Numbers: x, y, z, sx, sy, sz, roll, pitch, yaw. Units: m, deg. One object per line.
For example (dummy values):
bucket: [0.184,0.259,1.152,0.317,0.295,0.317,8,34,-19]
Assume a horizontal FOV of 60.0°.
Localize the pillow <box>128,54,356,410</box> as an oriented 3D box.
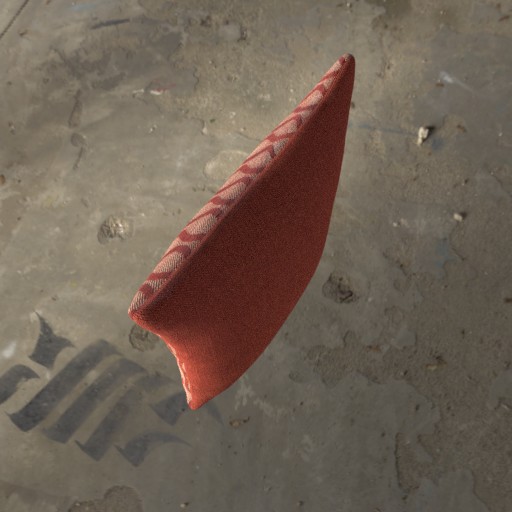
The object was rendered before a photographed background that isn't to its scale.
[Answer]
pillow: [0.000,0.000,0.663,0.159,0.434,0.429,28,65,15]
